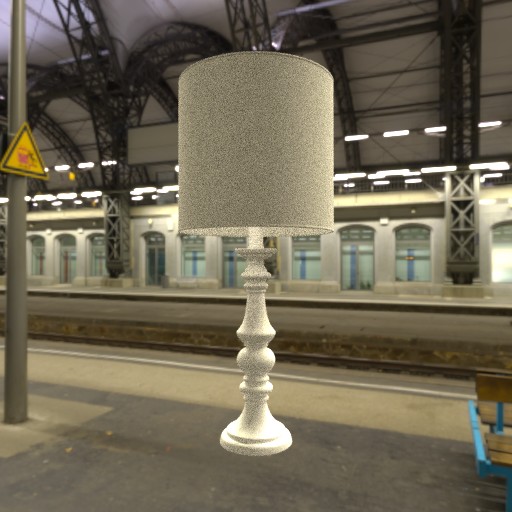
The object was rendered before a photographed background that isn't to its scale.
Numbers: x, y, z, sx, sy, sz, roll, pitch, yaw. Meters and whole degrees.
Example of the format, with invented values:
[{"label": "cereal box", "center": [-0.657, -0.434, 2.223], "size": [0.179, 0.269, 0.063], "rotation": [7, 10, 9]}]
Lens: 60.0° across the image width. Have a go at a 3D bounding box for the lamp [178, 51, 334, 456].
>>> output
[{"label": "lamp", "center": [0.000, 0.000, 0.722], "size": [0.250, 0.597, 0.250], "rotation": [0, -1, 1]}]
